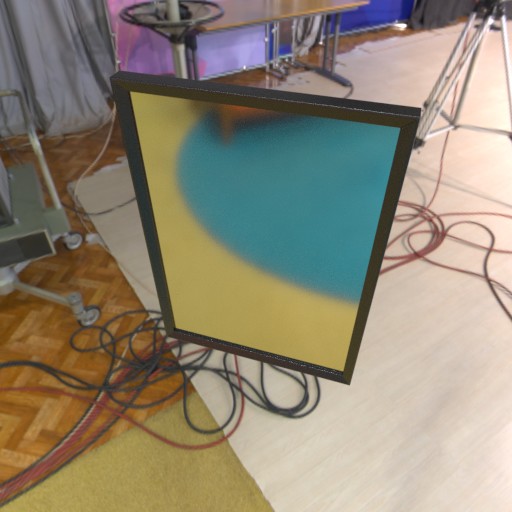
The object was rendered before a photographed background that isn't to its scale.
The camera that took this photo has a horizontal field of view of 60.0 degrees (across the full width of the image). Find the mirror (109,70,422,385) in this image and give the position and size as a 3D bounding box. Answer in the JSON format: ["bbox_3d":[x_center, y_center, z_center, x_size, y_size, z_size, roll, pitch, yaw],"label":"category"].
[{"bbox_3d":[0.000,0.000,0.944,0.507,0.710,0.039,12,44,13],"label":"mirror"}]
